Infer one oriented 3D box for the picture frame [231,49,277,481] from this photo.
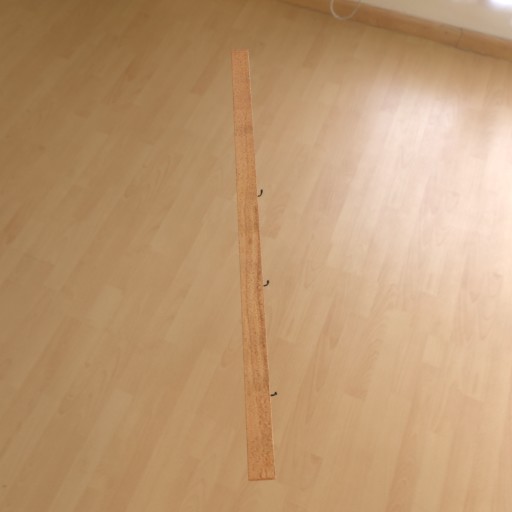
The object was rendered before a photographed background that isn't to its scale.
[{"bbox_3d":[0.000,0.000,0.649,0.045,0.234,0.582,-3,64,-1],"label":"picture frame"}]
